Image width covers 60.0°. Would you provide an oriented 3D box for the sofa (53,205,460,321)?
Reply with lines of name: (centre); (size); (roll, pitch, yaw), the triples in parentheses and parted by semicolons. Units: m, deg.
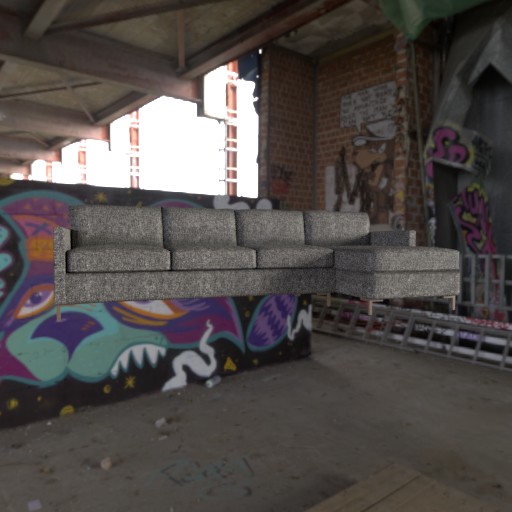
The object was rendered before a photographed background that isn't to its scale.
sofa: (0.000, 0.000, 4.088); (3.384, 0.970, 1.488); (-1, 2, -19)
